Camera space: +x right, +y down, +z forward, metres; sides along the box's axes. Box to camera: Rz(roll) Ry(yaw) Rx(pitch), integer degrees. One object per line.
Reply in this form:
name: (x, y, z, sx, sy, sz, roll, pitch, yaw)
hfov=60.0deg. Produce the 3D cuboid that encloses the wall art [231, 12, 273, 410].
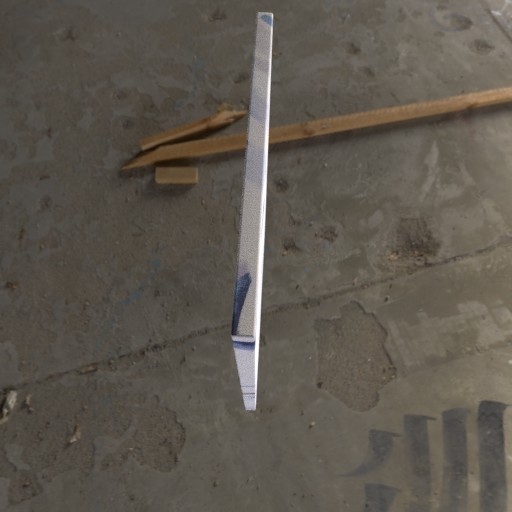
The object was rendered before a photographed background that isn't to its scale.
wall art: (0.000, 0.000, 1.314, 0.038, 1.015, 0.761, 3, 65, 1)
